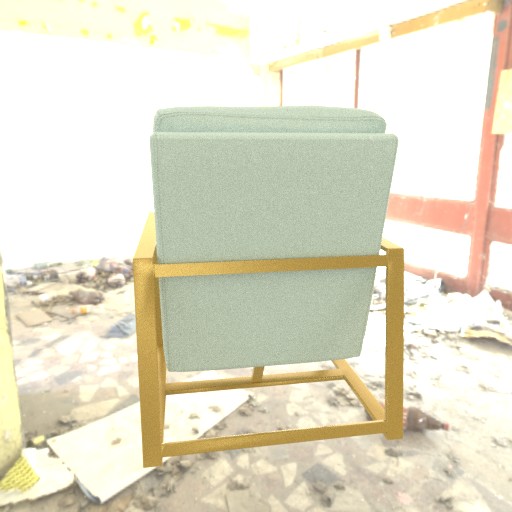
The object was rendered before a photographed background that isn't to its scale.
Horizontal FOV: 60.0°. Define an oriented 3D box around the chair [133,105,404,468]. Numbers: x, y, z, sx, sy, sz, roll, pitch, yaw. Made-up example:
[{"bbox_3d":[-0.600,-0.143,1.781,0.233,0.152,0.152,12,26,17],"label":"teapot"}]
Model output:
[{"bbox_3d":[0.000,0.000,1.536,0.758,0.956,0.813,-2,14,-9],"label":"chair"}]
